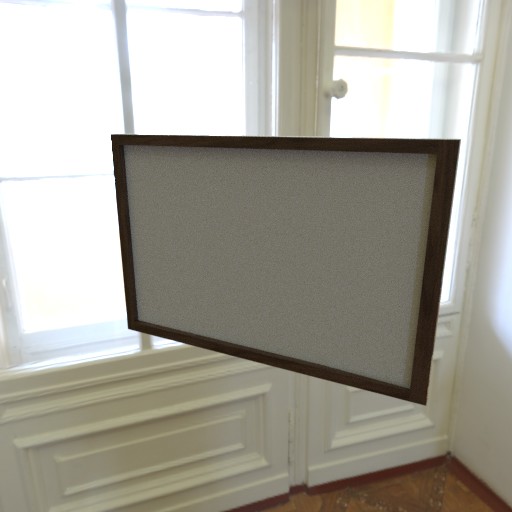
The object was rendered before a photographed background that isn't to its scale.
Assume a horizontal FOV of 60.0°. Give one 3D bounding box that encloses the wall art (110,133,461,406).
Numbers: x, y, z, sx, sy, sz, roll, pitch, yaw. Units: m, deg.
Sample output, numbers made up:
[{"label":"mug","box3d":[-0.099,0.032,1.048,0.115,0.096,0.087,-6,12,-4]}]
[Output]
[{"label":"wall art","box3d":[0.000,0.000,1.942,1.520,1.016,0.051,8,19,25]}]
